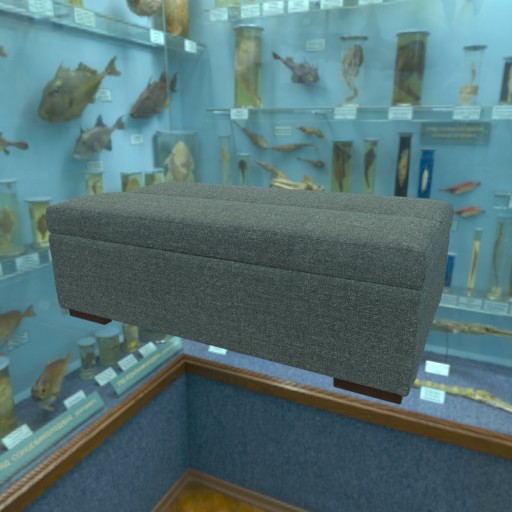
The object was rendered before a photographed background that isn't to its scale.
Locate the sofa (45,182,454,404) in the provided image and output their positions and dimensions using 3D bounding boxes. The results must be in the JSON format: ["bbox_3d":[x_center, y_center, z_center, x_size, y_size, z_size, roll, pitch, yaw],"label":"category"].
[{"bbox_3d":[0.000,0.000,1.579,1.198,0.417,0.782,8,18,26],"label":"sofa"}]
